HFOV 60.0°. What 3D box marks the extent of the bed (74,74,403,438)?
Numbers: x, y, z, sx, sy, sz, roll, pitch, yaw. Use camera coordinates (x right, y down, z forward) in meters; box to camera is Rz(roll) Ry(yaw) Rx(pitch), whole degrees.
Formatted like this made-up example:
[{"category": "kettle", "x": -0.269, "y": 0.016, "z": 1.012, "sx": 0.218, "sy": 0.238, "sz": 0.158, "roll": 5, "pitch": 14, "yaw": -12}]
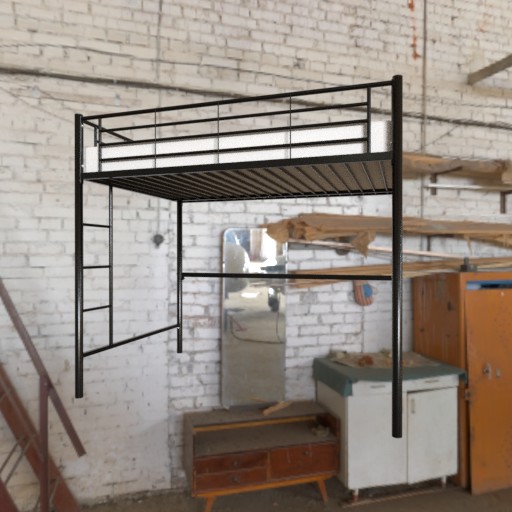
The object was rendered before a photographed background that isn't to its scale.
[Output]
[{"category": "bed", "x": 0.000, "y": 0.000, "z": 3.163, "sx": 1.994, "sy": 1.803, "sz": 1.397, "roll": 0, "pitch": 0, "yaw": 18}]
